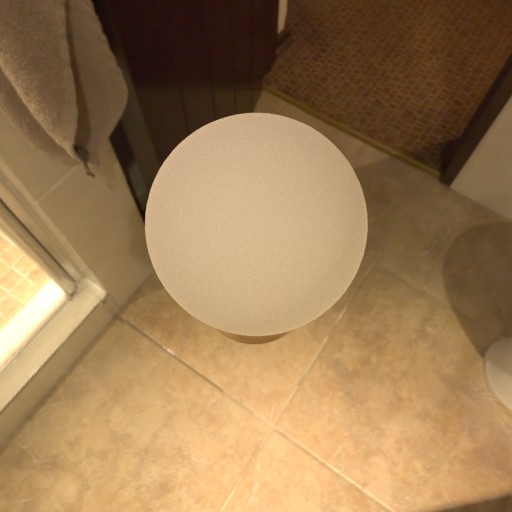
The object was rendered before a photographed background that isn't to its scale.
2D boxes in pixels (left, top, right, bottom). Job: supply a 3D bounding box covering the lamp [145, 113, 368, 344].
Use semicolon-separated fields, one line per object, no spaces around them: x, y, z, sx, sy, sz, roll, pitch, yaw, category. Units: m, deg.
0.000;0.000;0.341;0.141;0.250;0.152;-2;64;-1;lamp
